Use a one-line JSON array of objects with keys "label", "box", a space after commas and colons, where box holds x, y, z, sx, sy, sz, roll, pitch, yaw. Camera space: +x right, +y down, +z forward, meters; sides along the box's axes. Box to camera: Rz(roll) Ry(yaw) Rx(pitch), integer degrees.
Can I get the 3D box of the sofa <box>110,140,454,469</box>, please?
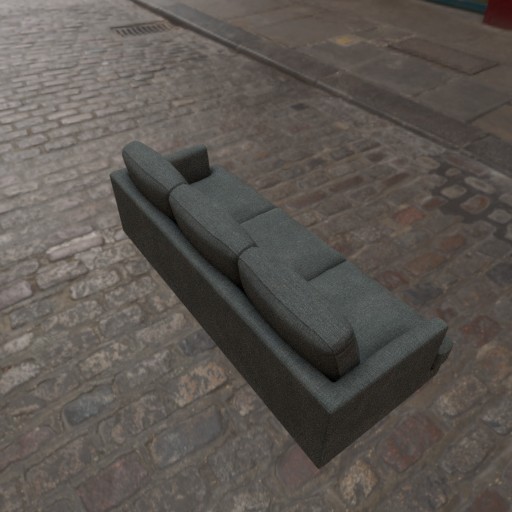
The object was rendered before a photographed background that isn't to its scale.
[{"label": "sofa", "box": [0.000, 0.000, 2.713, 0.903, 0.930, 2.246, -26, 47, -26]}]
